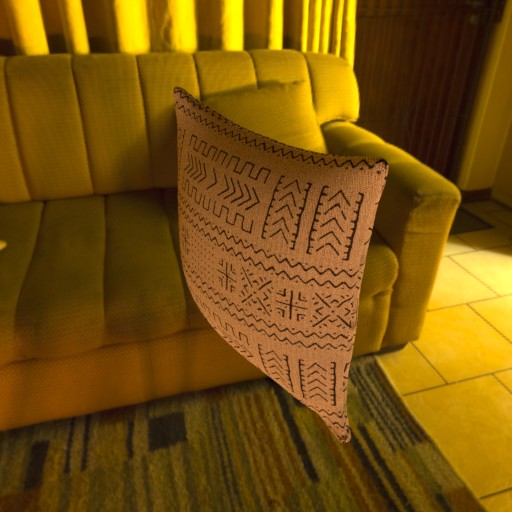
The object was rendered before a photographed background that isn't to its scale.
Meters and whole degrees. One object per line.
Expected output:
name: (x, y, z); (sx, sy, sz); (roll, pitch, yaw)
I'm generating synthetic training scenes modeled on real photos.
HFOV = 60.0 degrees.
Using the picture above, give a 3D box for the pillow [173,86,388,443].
pillow: (0.000, 0.000, 0.676); (0.164, 0.430, 0.438); (-21, 37, -31)
